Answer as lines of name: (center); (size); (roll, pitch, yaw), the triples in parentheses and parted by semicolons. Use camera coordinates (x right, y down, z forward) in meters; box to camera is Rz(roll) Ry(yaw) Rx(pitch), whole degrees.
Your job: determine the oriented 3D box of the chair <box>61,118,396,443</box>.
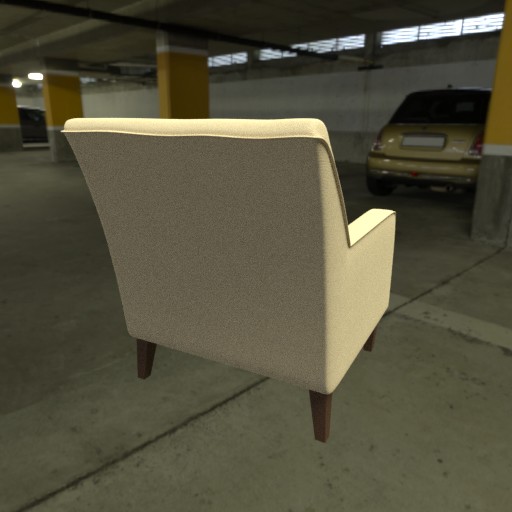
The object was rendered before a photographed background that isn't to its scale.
chair: (0.000, 0.000, 1.549); (0.780, 0.919, 0.899); (9, 19, 27)
